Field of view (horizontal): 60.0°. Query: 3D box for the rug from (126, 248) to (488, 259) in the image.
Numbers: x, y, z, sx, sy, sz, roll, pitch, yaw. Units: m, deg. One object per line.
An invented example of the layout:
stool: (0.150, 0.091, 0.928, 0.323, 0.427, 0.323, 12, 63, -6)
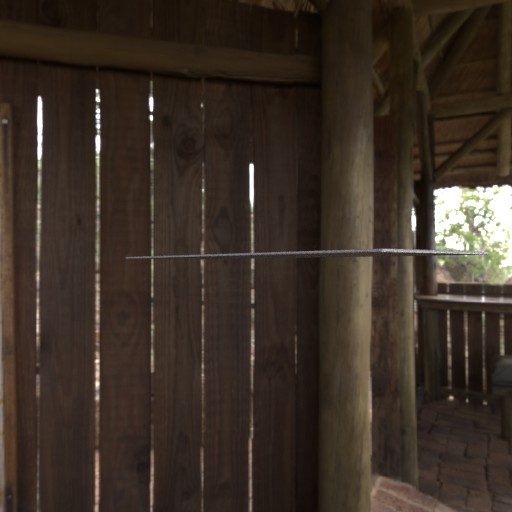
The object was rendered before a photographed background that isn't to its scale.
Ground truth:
rug: (0.000, 0.000, 2.023, 0.553, 0.012, 1.827, 1, -1, -36)
